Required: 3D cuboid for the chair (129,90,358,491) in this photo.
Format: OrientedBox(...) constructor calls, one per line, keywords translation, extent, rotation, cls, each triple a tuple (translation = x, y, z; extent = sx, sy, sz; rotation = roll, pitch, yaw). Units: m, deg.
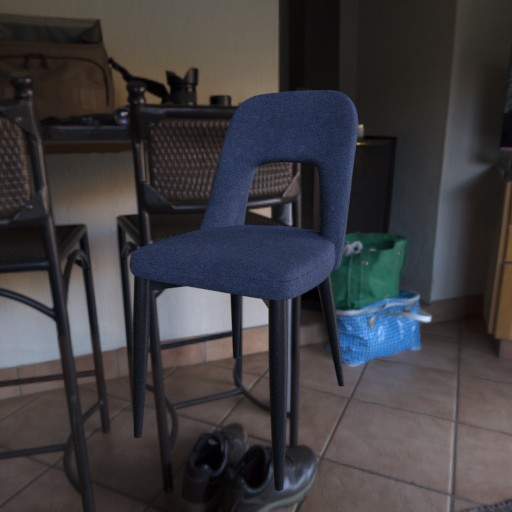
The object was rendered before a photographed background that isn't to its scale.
OrientedBox(translation=(0.000, 0.000, 1.247), extent=(0.470, 0.931, 0.612), rotation=(7, 16, 26), cls="chair")
